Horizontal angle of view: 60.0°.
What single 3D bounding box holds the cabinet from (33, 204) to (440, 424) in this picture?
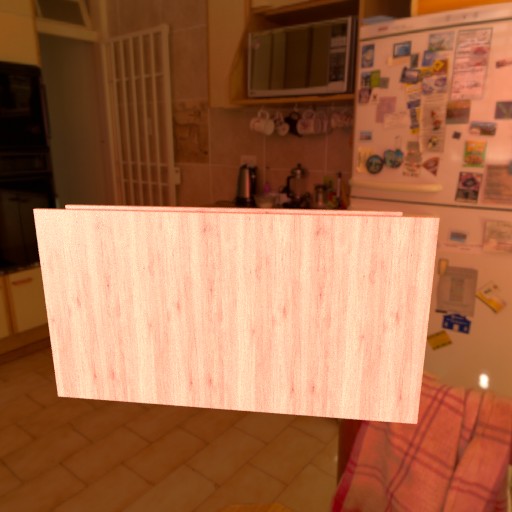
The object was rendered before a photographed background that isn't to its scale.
[{"bbox_3d":[0.000,0.000,3.002,1.750,0.970,2.080,2,15,7],"label":"cabinet"}]
